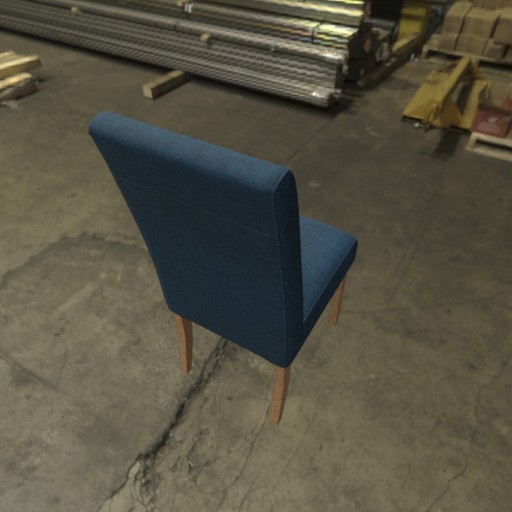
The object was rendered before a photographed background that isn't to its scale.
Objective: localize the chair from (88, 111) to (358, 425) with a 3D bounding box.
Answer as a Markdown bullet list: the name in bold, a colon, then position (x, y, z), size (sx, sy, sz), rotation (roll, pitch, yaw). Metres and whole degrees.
- **chair**: position (0.000, 0.000, 1.327), size (0.450, 1.029, 0.610), rotation (23, 48, 22)
